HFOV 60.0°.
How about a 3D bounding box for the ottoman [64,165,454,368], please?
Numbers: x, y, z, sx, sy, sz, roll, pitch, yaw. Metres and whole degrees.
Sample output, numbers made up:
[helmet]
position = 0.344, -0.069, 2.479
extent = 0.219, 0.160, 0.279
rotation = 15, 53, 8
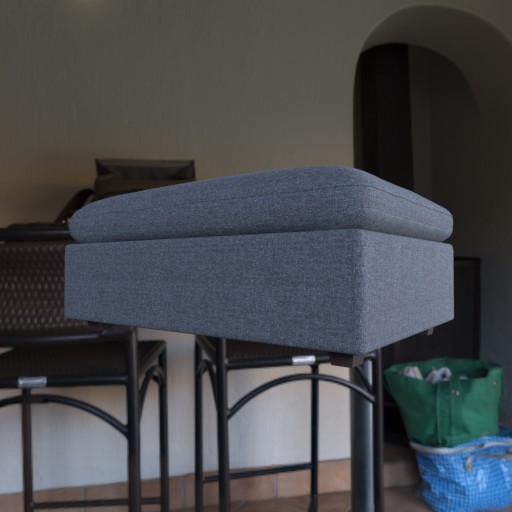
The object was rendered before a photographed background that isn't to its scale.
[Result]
[ottoman]
position = 0.000, 0.000, 1.417
extent = 1.041, 0.483, 0.711
rotation = -1, -2, 37
